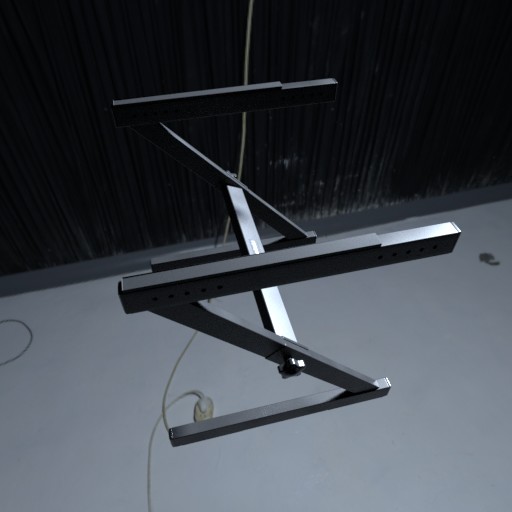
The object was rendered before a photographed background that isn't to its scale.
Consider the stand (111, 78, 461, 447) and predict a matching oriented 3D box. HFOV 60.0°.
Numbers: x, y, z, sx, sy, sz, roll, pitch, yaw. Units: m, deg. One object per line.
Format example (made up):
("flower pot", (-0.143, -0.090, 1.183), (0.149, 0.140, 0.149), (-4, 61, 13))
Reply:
("stand", (0.000, 0.000, 1.146), (0.586, 0.617, 0.700), (-10, 47, -10))
